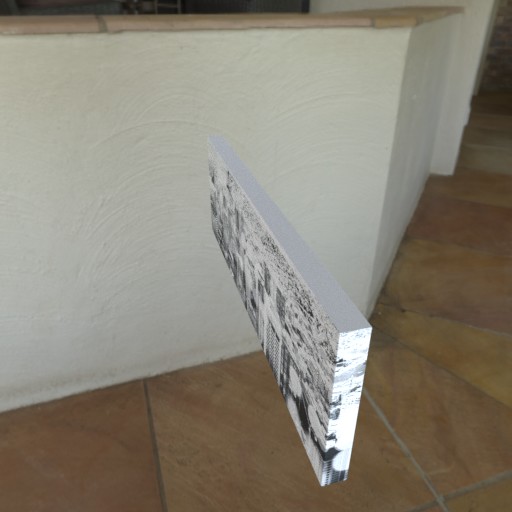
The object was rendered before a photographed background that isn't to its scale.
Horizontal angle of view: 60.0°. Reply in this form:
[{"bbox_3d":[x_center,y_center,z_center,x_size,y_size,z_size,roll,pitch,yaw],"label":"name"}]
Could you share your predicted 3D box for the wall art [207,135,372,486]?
[{"bbox_3d":[0.000,0.000,0.830,0.038,0.255,0.763,-8,31,-13],"label":"wall art"}]
